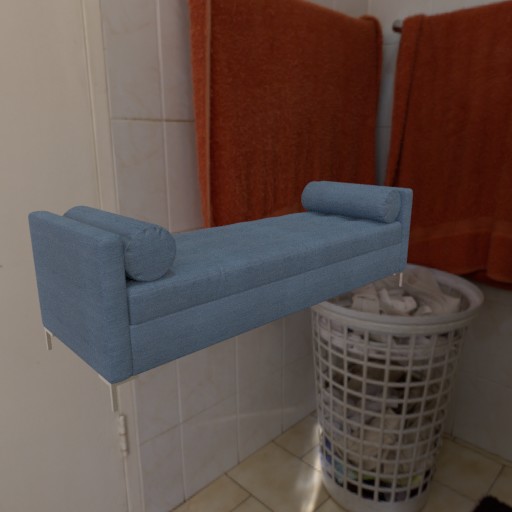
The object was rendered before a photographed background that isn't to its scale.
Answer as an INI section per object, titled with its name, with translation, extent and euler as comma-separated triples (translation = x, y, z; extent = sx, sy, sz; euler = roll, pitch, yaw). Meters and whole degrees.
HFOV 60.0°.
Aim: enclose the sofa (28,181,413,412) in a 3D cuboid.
[sofa]
translation = 0.000, 0.000, 2.336
extent = 1.981, 0.635, 0.686
euler = -14, 20, -41
